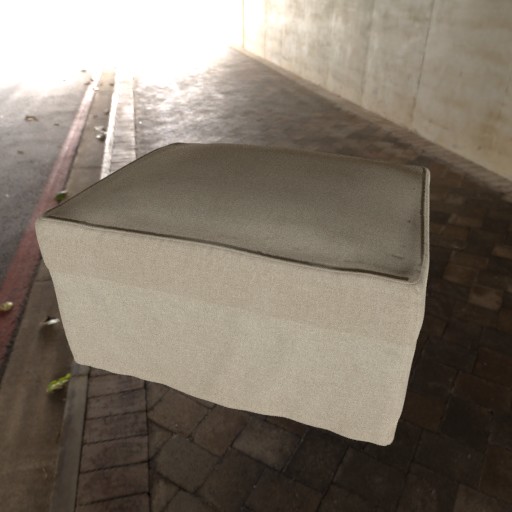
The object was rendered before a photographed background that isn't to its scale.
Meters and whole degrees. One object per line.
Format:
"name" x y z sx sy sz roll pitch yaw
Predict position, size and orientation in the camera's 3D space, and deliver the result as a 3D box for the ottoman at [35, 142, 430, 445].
"ottoman" 0.000 0.000 1.202 0.833 0.485 0.650 10 32 16
